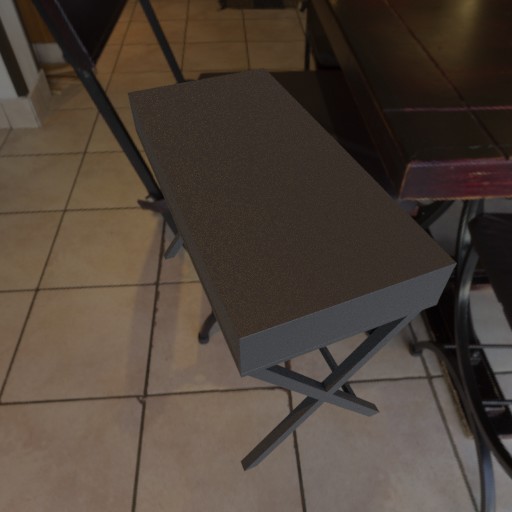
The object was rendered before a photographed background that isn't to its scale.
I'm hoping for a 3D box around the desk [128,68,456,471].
[{"bbox_3d":[0.000,0.000,1.513,0.504,0.780,1.057,-17,49,-15],"label":"desk"}]
